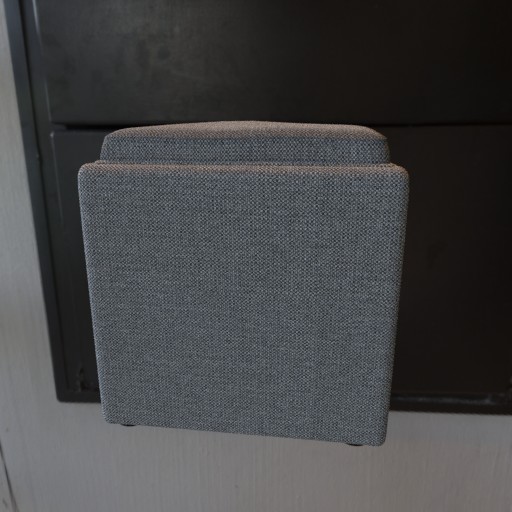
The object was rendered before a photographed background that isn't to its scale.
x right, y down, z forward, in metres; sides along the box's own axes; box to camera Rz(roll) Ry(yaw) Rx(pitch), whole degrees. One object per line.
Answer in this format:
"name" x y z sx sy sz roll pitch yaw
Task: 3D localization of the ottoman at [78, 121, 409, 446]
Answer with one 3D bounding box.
"ottoman" 0.000 0.000 0.839 0.454 0.487 0.436 2 16 7
